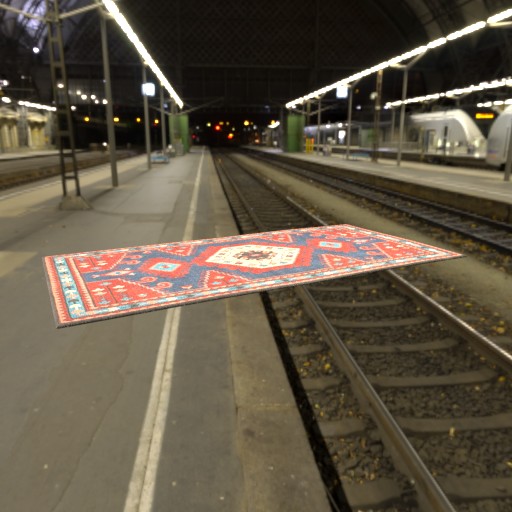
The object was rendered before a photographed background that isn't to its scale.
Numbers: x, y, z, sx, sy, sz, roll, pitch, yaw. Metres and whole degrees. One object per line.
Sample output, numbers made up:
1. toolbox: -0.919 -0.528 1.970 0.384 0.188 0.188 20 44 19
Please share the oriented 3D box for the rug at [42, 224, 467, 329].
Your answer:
1. rug: 0.000 0.000 3.533 3.032 0.034 1.522 -8 17 -27
